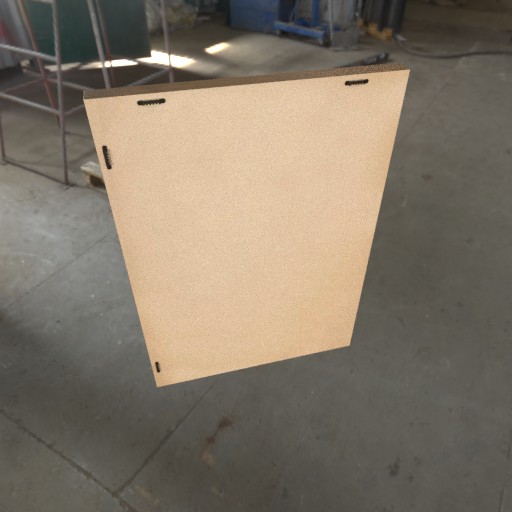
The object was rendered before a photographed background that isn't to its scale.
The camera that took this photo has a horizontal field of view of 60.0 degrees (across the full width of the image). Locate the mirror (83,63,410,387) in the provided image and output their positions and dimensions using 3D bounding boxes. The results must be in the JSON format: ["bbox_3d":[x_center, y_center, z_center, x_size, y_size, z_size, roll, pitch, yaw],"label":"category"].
[{"bbox_3d":[0.000,0.000,0.910,0.507,0.710,0.040,-10,42,-11],"label":"mirror"}]
